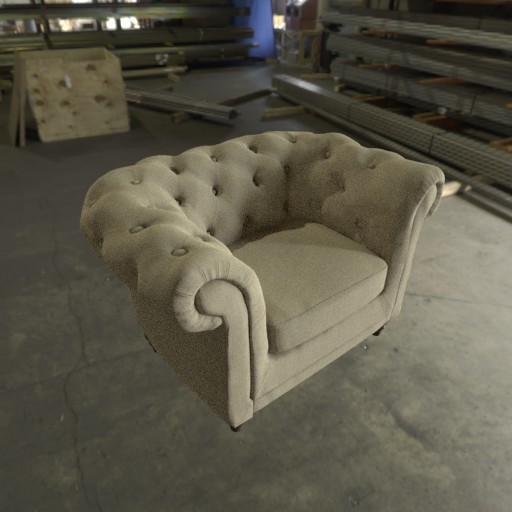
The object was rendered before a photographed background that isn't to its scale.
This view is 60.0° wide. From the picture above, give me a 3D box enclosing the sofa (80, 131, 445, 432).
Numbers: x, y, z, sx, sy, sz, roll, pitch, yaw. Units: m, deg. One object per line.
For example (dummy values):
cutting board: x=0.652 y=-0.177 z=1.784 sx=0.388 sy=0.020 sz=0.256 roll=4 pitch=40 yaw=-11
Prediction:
sofa: x=0.000 y=0.000 z=2.031 sx=1.405 sy=0.878 sz=1.034 roll=-23 pitch=39 yaw=-32
